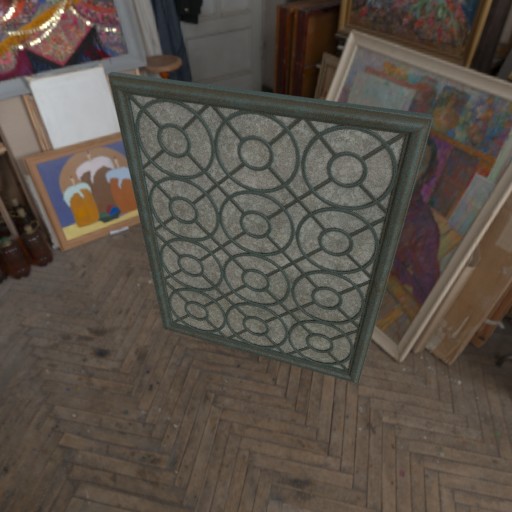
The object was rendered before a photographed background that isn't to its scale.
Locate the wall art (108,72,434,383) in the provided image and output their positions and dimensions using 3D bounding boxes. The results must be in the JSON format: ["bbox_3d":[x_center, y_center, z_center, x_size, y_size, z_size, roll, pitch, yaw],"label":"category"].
[{"bbox_3d":[0.000,0.000,1.326,0.767,0.983,0.030,13,43,14],"label":"wall art"}]
